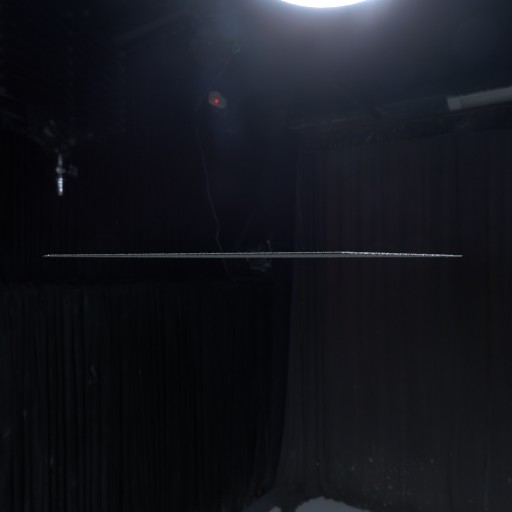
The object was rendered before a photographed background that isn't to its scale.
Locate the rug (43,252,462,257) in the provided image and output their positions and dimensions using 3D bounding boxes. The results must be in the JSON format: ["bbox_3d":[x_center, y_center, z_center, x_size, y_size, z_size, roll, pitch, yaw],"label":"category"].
[{"bbox_3d":[0.000,0.000,3.908,2.940,0.013,2.312,0,-1,36],"label":"rug"}]
